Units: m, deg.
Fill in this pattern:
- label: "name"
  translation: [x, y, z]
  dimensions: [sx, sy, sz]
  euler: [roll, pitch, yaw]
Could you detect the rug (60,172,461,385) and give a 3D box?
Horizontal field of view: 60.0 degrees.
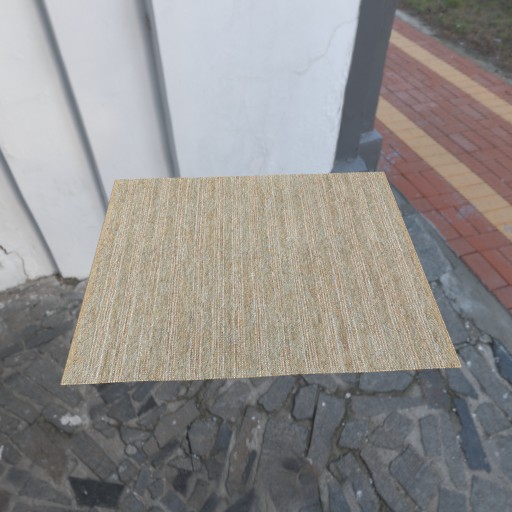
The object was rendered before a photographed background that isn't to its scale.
- label: "rug"
  translation: [0.000, 0.000, 4.174]
  dimensions: [3.034, 0.012, 2.471]
  euler: [-2, 48, -2]
